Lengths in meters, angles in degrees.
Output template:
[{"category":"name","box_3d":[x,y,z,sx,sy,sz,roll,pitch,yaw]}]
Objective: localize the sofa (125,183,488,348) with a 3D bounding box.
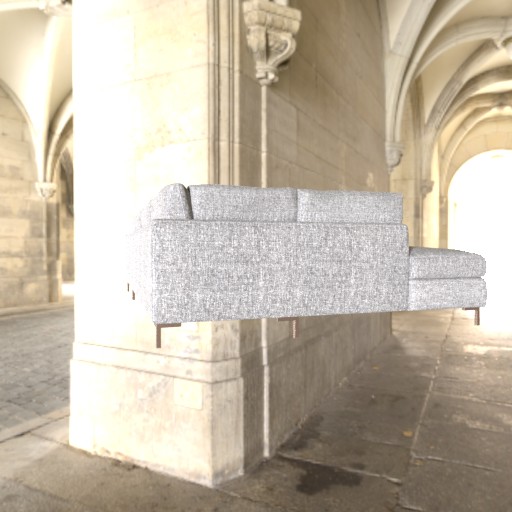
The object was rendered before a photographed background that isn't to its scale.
[{"category":"sofa","box_3d":[0.000,0.000,3.491,1.879,0.756,2.737,0,1,-19]}]
